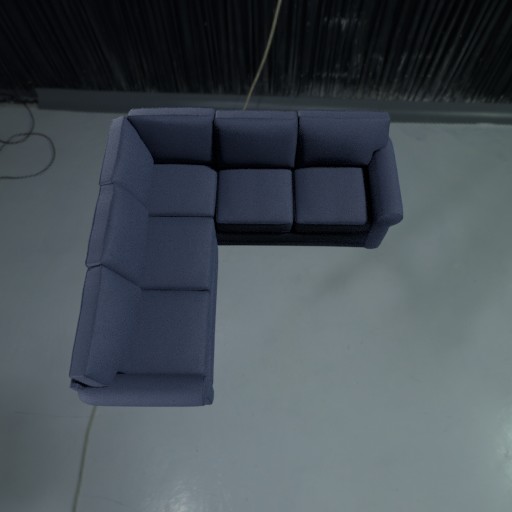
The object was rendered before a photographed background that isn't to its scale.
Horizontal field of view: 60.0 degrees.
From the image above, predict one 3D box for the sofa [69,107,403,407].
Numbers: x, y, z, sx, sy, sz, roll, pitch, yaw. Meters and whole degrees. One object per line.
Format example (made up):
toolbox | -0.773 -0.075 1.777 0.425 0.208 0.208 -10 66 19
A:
sofa | 0.000 0.000 3.789 2.562 1.042 2.487 0 65 0
